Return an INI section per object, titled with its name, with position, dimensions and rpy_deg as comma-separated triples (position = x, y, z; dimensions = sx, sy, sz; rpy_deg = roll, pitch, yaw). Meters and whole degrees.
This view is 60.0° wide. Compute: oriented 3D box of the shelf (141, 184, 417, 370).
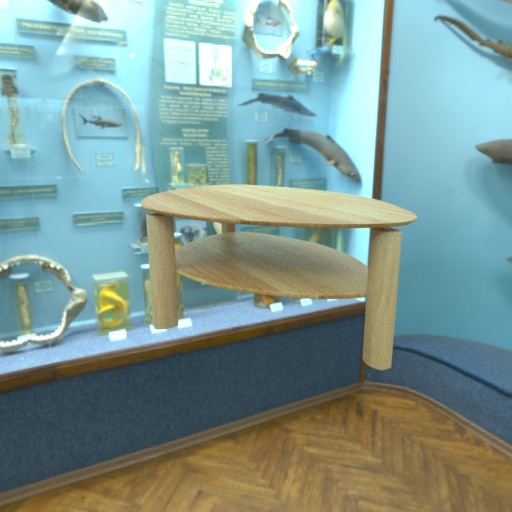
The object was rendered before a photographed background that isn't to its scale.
[shelf]
position = 0.000, 0.000, 1.711
dimensions = 0.845, 0.440, 1.246
rpy_deg = -7, 16, -26
